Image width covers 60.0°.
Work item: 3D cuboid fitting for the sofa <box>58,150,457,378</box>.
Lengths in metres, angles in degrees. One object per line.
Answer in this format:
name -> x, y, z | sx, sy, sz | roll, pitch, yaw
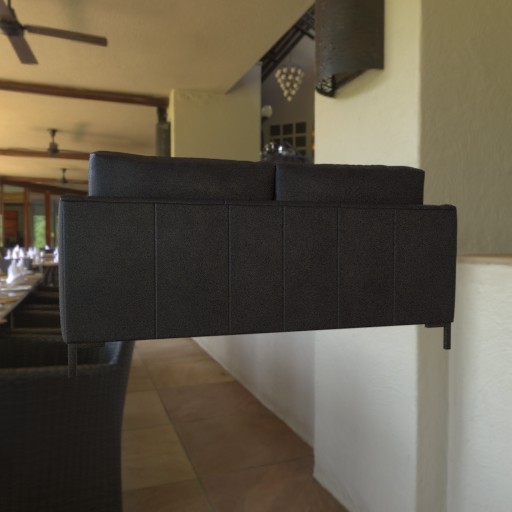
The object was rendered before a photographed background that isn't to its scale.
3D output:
sofa -> 0.000, 0.000, 2.295 | 1.805, 0.883, 0.947 | -1, 2, -18
